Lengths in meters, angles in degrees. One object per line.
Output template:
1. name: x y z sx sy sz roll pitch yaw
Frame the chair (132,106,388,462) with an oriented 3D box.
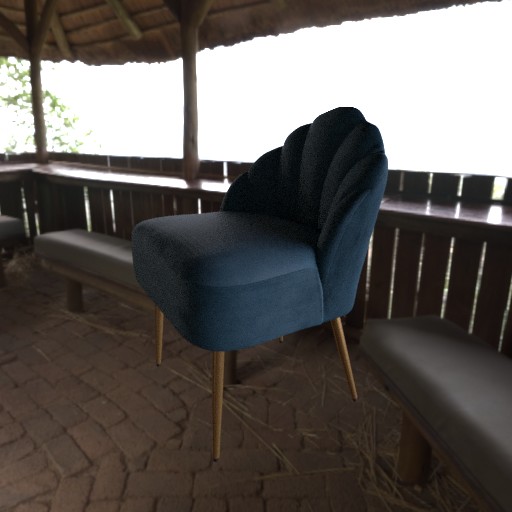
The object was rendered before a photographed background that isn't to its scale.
1. chair: 0.000 0.000 1.253 0.599 0.819 0.657 -8 17 -26
